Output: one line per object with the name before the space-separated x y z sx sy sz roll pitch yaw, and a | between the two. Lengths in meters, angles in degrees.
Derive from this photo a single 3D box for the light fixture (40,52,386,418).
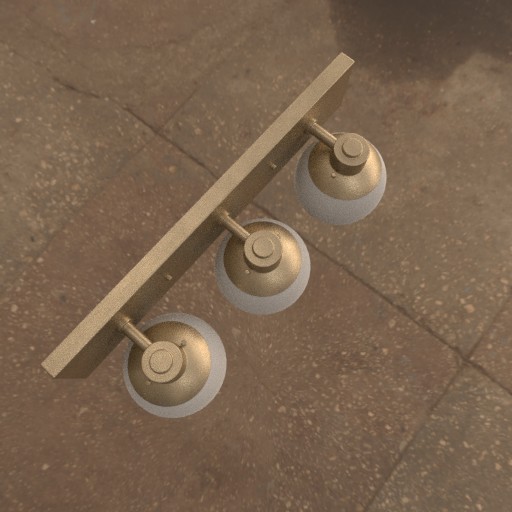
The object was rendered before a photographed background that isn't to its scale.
light fixture | 0.000 0.000 0.829 0.218 0.263 0.721 40 78 10
